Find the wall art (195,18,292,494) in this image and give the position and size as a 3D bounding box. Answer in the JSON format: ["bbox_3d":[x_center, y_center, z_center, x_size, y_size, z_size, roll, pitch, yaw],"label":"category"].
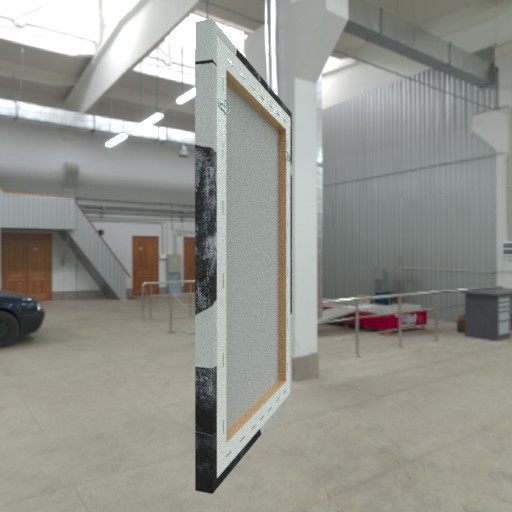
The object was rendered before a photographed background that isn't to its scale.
[{"bbox_3d":[0.000,0.000,1.145,0.041,0.915,0.610,0,0,19],"label":"wall art"}]
